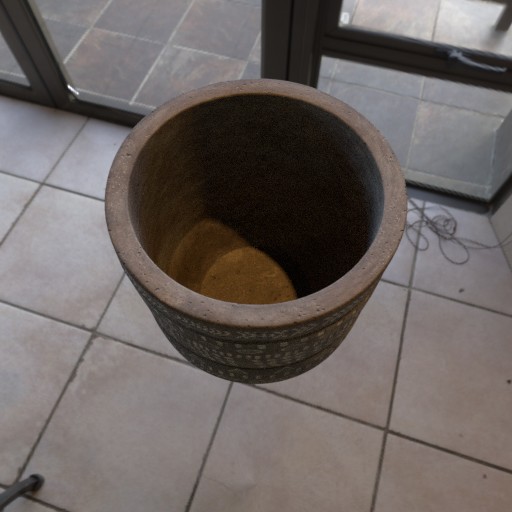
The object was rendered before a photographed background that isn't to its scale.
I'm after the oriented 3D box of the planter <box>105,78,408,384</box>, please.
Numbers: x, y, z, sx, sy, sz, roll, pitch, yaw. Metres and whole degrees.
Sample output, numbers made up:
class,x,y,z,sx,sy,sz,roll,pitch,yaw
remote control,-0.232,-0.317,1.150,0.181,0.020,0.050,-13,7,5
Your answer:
class,x,y,z,sx,sy,sz,roll,pitch,yaw
planter,0.000,0.000,0.273,0.142,0.149,0.142,0,63,0
